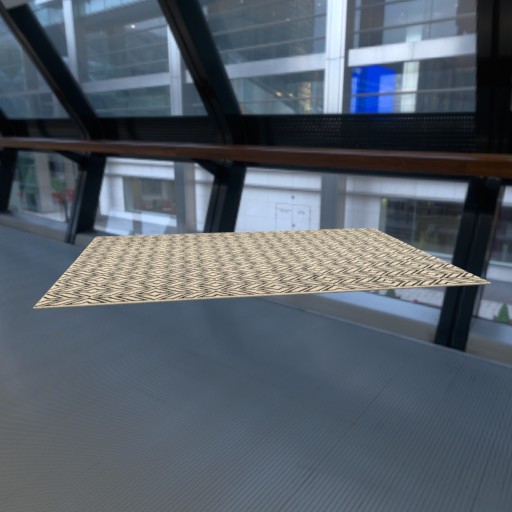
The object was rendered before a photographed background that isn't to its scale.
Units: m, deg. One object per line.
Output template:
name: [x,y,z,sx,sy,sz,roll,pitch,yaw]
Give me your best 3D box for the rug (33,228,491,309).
rug: [0.000,0.000,2.322,1.828,0.007,1.220,-2,15,-9]
